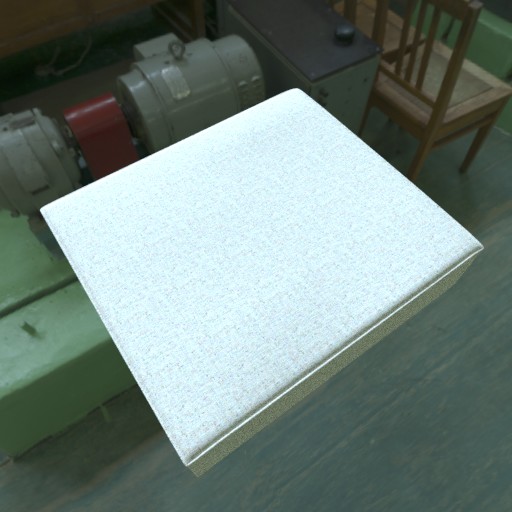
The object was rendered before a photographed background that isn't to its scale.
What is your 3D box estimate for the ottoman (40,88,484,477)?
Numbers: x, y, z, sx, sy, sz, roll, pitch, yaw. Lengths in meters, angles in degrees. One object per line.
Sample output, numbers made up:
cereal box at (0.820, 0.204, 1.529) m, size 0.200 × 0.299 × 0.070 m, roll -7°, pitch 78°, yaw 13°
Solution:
ottoman at (0.000, 0.000, 1.208) m, size 0.835 × 0.303 × 0.736 m, roll -31°, pitch 63°, yaw -18°
